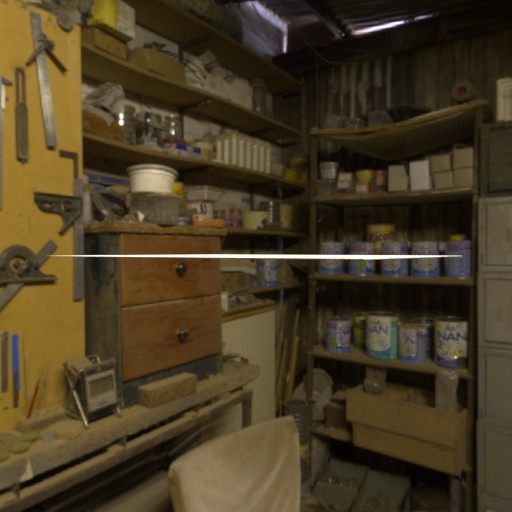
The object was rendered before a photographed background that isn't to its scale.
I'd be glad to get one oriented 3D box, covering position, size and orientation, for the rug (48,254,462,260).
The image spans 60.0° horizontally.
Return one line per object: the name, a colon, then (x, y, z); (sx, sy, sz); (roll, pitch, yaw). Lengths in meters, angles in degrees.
rug: (0.000, 0.000, 4.277); (3.197, 0.006, 2.438); (0, 1, 36)
